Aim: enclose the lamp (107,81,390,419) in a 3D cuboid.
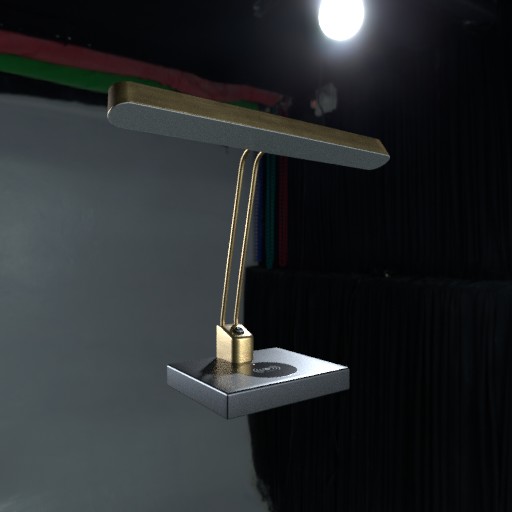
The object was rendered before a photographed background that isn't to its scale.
[{"bbox_3d":[0.000,0.000,0.583,0.412,0.345,0.156,0,0,-35],"label":"lamp"}]
